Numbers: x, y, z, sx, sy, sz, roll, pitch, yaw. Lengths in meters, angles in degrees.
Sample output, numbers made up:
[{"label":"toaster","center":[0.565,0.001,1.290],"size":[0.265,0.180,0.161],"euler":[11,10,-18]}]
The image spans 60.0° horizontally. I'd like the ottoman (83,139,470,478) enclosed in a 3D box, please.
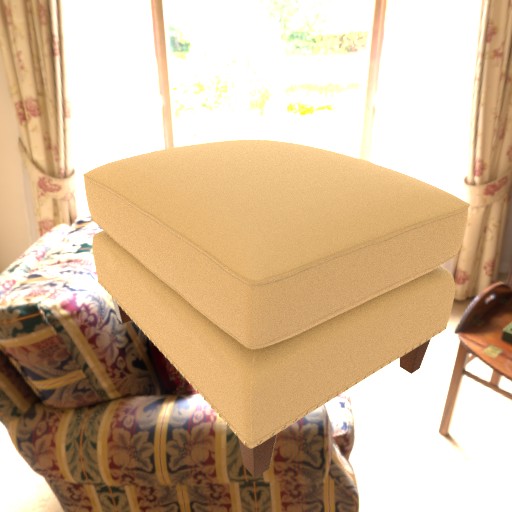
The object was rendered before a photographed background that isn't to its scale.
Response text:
[{"label":"ottoman","center":[0.000,0.000,1.092],"size":[0.584,0.513,0.741],"euler":[-18,31,-33]}]
